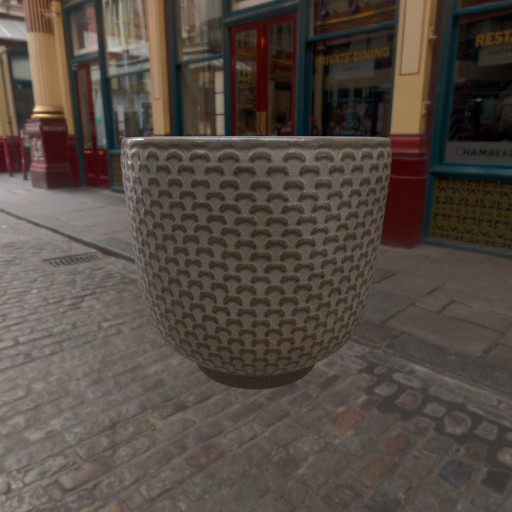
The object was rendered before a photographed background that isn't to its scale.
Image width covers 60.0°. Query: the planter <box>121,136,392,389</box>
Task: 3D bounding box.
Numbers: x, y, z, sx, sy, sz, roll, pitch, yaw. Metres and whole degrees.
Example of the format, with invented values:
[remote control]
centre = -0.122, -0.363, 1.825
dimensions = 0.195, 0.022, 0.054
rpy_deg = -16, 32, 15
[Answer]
[planter]
centre = 0.000, 0.000, 0.311
dimensions = 0.173, 0.160, 0.173
rpy_deg = 0, 14, 0
